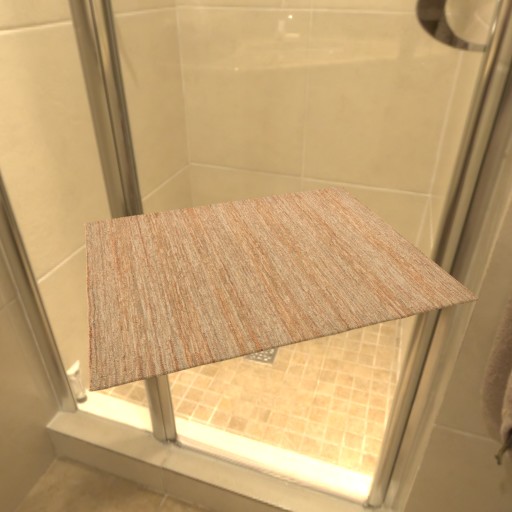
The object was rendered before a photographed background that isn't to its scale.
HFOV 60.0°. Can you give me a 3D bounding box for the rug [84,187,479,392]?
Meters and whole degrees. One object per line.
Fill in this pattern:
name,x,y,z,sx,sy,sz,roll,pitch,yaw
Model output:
rug,0.000,0.000,4.002,2.939,0.009,2.313,-10,34,-15
